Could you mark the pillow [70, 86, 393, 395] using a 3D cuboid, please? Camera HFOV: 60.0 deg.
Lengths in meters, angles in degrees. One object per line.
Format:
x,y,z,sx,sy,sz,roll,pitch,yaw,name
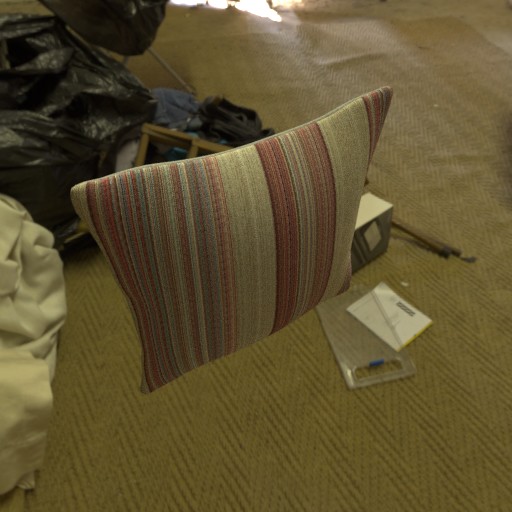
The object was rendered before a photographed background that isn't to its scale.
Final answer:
0.000,0.000,0.656,0.437,0.419,0.136,-24,50,-22,pillow
